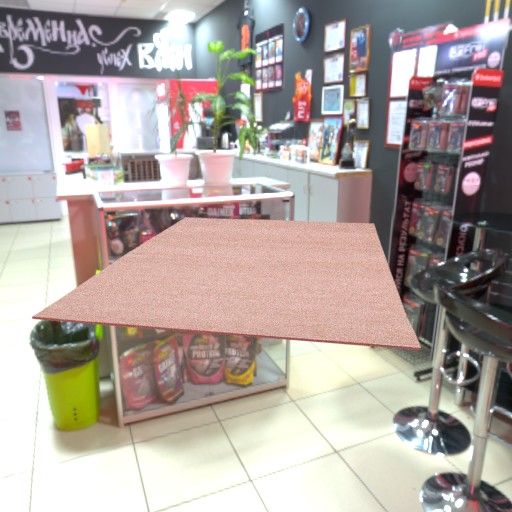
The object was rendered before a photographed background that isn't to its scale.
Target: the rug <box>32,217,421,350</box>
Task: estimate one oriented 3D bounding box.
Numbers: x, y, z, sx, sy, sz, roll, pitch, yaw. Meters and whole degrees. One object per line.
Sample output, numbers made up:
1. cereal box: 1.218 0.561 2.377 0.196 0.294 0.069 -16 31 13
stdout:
1. rug: 0.000 0.000 4.187 2.434 0.045 3.202 3 17 9
